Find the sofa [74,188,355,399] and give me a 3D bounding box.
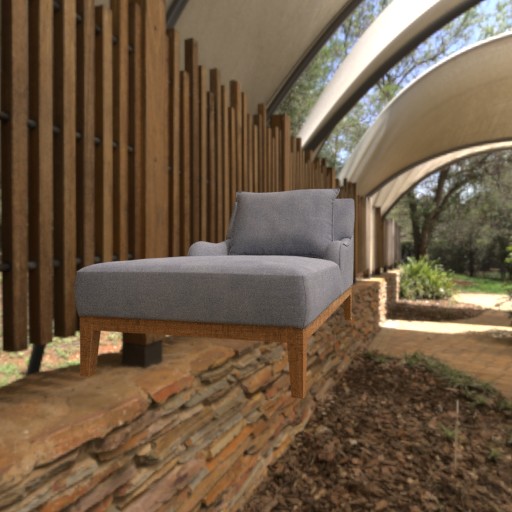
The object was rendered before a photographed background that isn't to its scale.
[{"bbox_3d":[0.000,0.000,2.360,0.904,0.883,1.779,0,1,17],"label":"sofa"}]
